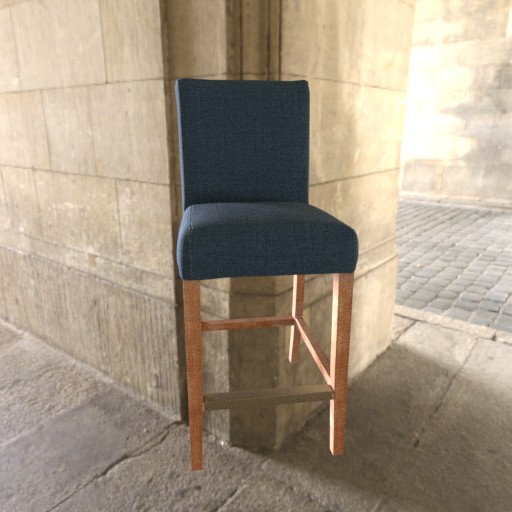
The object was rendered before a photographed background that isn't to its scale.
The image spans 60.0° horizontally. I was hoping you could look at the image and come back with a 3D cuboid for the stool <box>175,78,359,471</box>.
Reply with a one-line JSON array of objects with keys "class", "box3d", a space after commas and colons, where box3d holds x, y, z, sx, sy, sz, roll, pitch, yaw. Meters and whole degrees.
[{"class": "stool", "box3d": [0.000, 0.000, 1.335, 0.454, 1.039, 0.567, -2, 17, -8]}]
